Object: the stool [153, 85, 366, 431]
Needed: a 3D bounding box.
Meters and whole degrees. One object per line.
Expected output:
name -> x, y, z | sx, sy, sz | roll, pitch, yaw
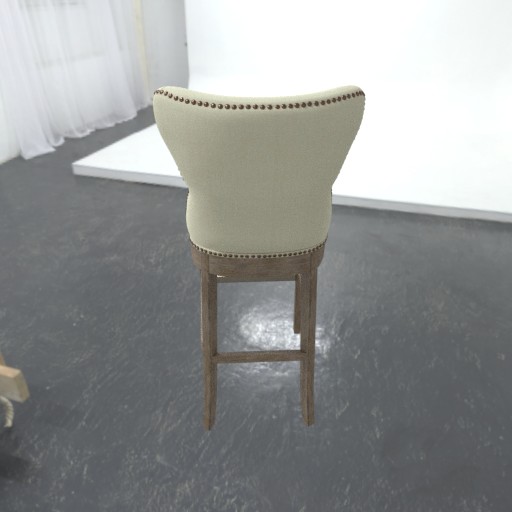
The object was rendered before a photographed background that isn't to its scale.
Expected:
stool -> 0.000, 0.000, 1.459 | 0.494, 1.123, 0.606 | -1, 30, -3
